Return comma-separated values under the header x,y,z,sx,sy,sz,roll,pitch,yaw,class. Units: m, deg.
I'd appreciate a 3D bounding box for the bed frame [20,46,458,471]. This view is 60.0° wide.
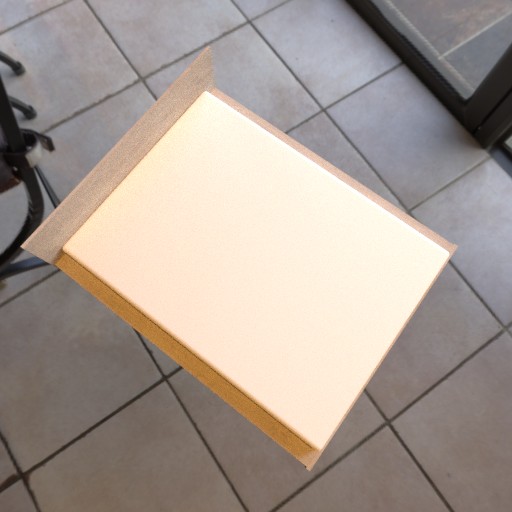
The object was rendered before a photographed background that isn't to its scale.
x,y,z,sx,sy,sz,roll,pitch,yaw,class
0.000,0.000,2.791,1.960,0.800,1.622,36,77,9,bed frame
